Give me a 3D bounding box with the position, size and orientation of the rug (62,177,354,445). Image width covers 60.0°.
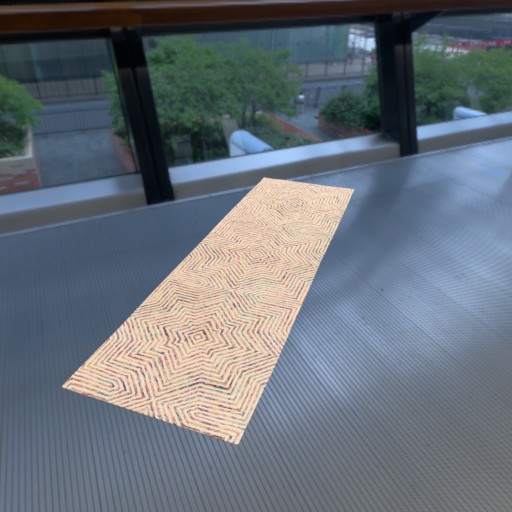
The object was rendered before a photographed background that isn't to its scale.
[{"bbox_3d":[0.000,0.000,2.642,0.771,0.009,2.443,11,33,17],"label":"rug"}]
